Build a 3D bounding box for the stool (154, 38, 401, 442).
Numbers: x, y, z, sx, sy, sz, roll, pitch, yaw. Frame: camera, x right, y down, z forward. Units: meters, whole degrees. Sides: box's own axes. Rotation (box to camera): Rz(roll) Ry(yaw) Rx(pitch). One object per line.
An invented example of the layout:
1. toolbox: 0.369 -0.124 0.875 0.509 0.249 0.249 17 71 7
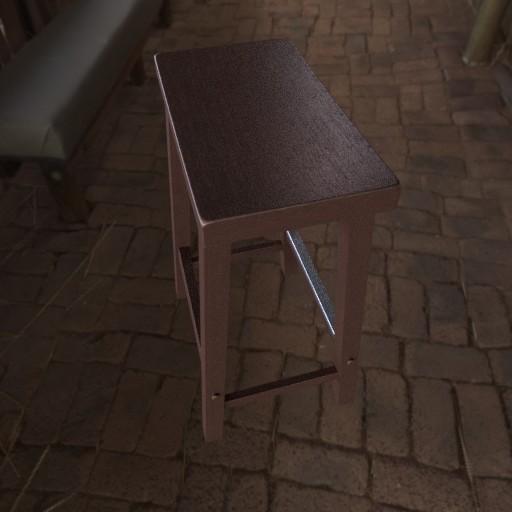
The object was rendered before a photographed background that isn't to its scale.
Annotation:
1. stool: 0.000 0.000 0.829 0.322 0.610 0.406 -12 50 -10
